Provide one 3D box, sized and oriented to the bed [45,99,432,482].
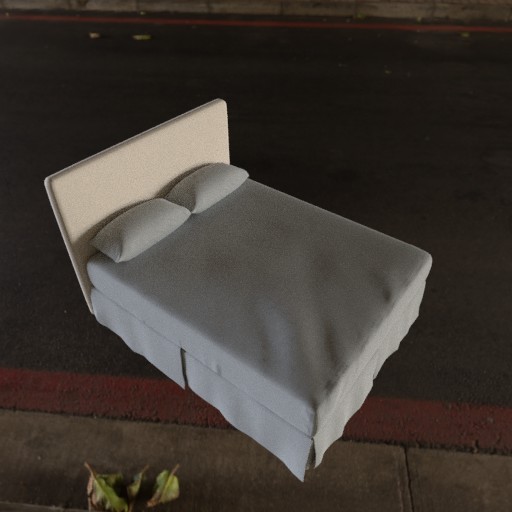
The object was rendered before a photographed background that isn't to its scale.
[{"bbox_3d":[0.000,0.000,3.210,2.142,1.330,1.748,27,48,28],"label":"bed"}]
